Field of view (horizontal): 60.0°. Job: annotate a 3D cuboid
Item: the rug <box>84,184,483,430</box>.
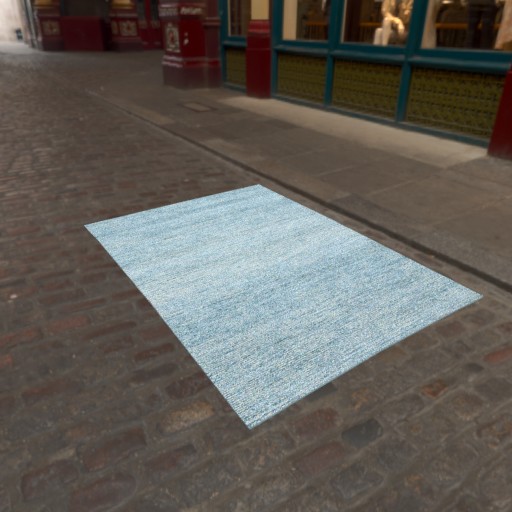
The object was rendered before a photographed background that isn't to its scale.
[{"bbox_3d":[0.000,0.000,2.929,1.611,0.026,2.260,-18,34,-29],"label":"rug"}]
